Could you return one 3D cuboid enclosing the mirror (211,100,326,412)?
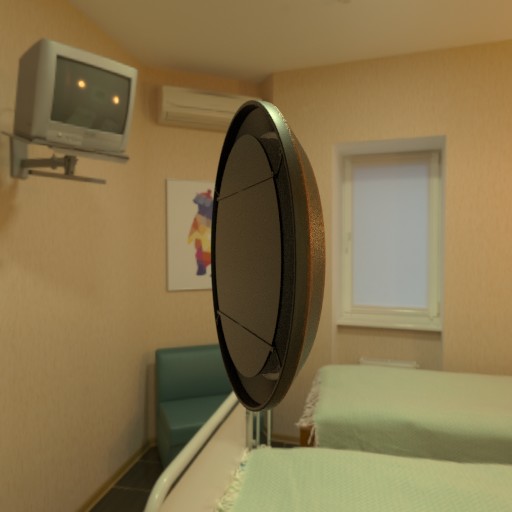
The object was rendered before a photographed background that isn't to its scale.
[{"bbox_3d":[0.000,0.000,1.375,0.111,0.907,0.907,0,2,-17],"label":"mirror"}]
